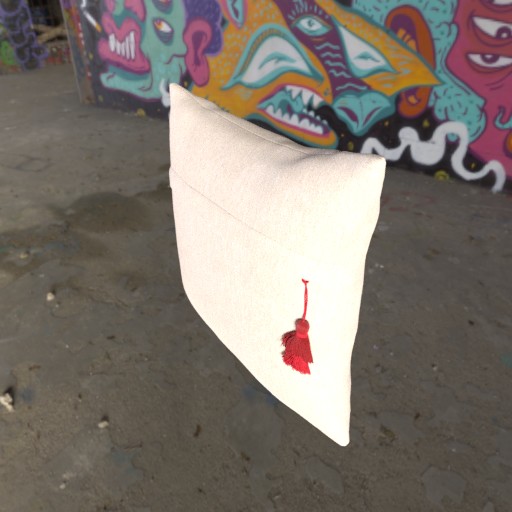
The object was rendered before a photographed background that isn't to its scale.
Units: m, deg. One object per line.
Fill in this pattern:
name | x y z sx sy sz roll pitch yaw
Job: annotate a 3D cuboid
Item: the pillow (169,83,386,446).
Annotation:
pillow | 0.000 0.000 0.673 0.173 0.436 0.433 -21 37 -30
